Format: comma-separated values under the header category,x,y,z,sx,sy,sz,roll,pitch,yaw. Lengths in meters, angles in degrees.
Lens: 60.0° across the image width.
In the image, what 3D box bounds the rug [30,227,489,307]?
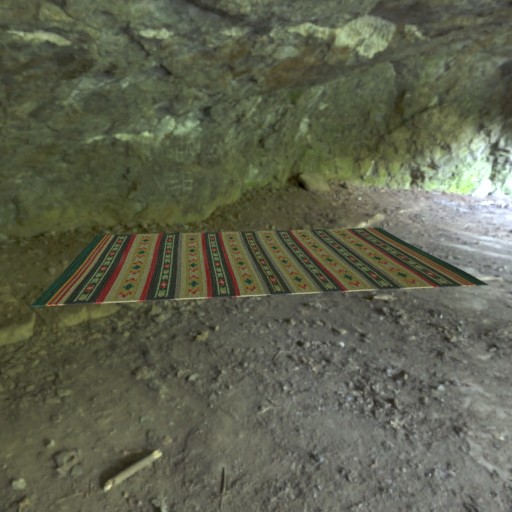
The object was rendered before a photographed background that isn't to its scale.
category,x,y,z,sx,sy,sz,roll,pitch,yaw
rug,0.000,0.000,3.062,2.447,0.011,1.520,-2,16,-7
